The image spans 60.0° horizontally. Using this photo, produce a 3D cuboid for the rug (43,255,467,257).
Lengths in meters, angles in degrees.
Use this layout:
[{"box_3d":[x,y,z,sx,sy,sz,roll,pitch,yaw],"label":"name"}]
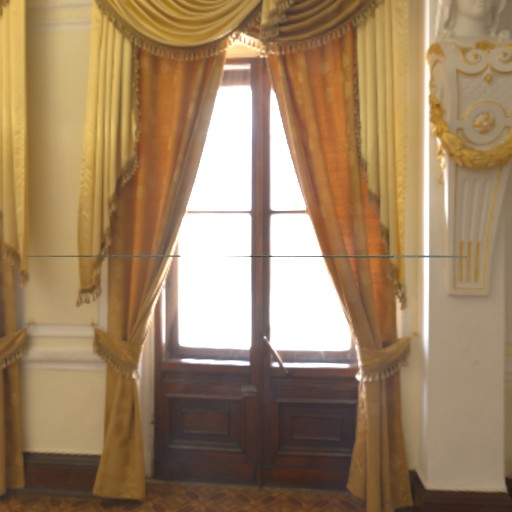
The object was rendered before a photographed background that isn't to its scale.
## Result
[{"box_3d":[0.000,0.000,3.012,2.420,0.005,1.528,0,0,18],"label":"rug"}]
